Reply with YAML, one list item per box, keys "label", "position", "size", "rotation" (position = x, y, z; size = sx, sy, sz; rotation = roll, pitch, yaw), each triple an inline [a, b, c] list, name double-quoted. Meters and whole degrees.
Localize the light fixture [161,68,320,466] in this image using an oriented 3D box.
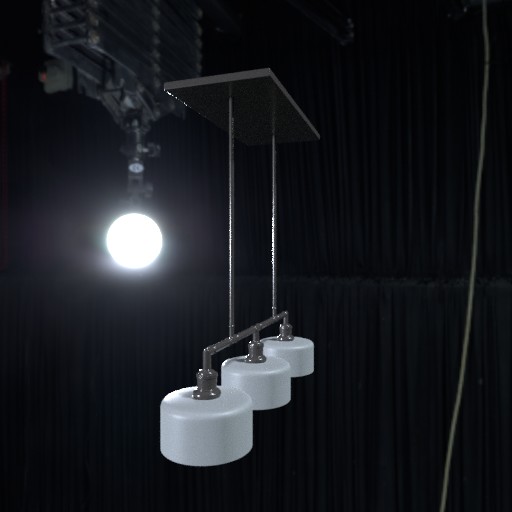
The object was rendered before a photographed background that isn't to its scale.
- label: "light fixture"
  position: [0.000, 0.000, 0.868]
  size: [0.177, 0.557, 0.582]
  rotation: [0, 0, 19]
